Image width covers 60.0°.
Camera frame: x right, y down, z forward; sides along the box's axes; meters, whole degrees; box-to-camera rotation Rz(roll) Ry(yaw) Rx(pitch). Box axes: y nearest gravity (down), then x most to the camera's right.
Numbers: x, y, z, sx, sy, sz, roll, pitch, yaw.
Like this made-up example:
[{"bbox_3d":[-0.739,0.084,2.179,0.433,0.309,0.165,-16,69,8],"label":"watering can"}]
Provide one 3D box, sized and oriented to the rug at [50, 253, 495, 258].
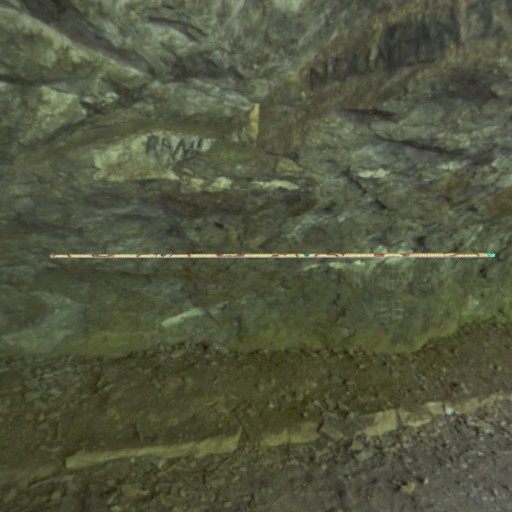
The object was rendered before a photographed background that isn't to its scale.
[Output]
[{"bbox_3d":[0.000,0.000,2.471,2.273,0.016,0.693,0,0,19],"label":"rug"}]
